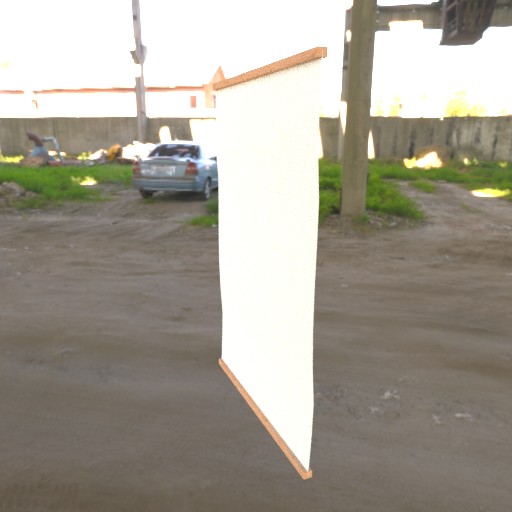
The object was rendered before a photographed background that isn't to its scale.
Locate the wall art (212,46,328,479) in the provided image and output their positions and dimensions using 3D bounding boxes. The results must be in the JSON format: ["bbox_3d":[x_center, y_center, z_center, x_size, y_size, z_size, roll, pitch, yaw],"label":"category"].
[{"bbox_3d":[0.000,0.000,0.650,0.012,0.508,0.332,-6,16,-23],"label":"wall art"}]
